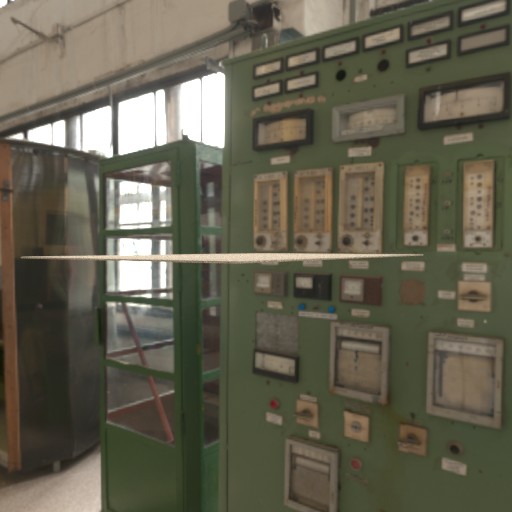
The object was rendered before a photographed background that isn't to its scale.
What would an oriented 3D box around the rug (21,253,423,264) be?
[{"bbox_3d":[0.000,0.000,2.213,1.142,0.006,1.752,1,1,36],"label":"rug"}]
